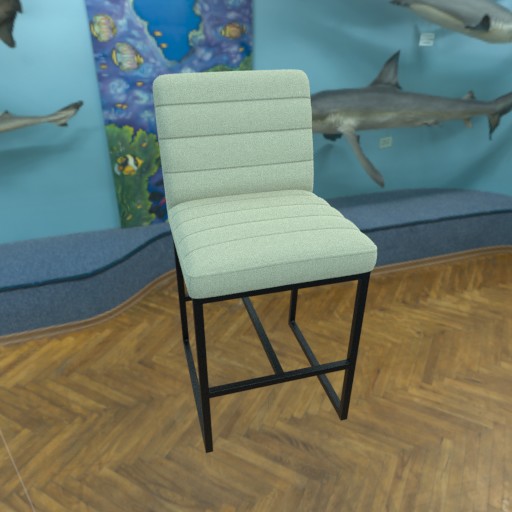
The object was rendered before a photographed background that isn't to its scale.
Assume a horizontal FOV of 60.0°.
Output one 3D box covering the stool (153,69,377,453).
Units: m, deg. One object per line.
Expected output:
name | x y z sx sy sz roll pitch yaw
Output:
stool | 0.000 0.000 1.285 0.460 0.940 0.560 -8 31 -14
